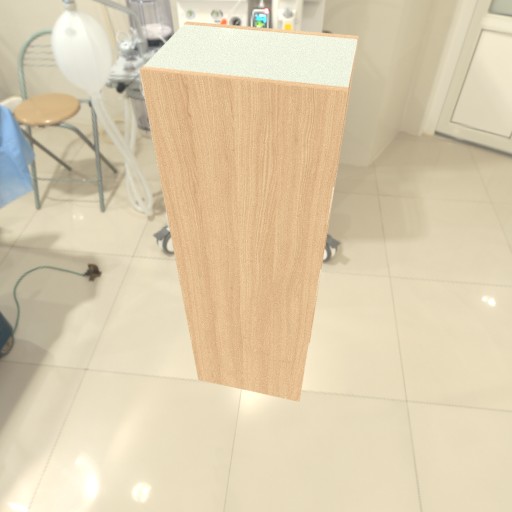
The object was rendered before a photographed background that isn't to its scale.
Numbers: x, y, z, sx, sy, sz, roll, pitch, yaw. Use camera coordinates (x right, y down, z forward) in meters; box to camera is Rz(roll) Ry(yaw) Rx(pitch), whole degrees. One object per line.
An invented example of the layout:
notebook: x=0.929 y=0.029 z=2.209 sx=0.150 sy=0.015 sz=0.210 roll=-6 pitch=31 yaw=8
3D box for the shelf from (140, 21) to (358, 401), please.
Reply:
shelf: x=0.000 y=0.000 z=0.981 sx=0.290 sy=0.882 sz=0.197 roll=10 pitch=47 yaw=9
